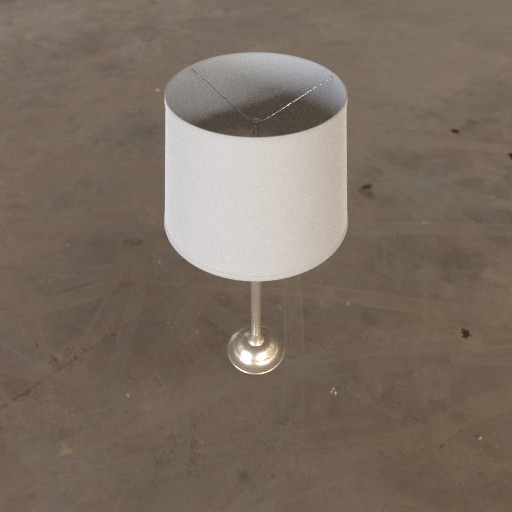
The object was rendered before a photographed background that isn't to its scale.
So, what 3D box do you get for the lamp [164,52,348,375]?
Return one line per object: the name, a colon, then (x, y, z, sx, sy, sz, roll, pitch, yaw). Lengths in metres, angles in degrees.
lamp: (0.000, 0.000, 0.891, 0.331, 0.698, 0.331, 0, 46, 0)
